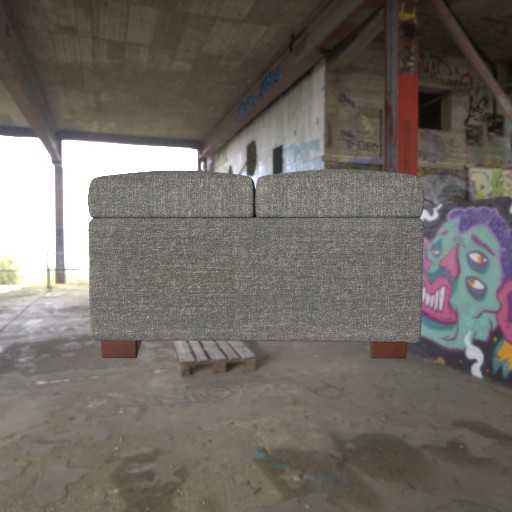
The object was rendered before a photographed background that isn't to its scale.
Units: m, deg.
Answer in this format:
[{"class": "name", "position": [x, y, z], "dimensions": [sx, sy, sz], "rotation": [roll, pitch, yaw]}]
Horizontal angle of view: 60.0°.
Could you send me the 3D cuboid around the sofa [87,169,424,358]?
[{"class": "sofa", "position": [0.000, 0.000, 1.559], "dimensions": [0.782, 0.417, 1.198], "rotation": [0, 1, 1]}]
